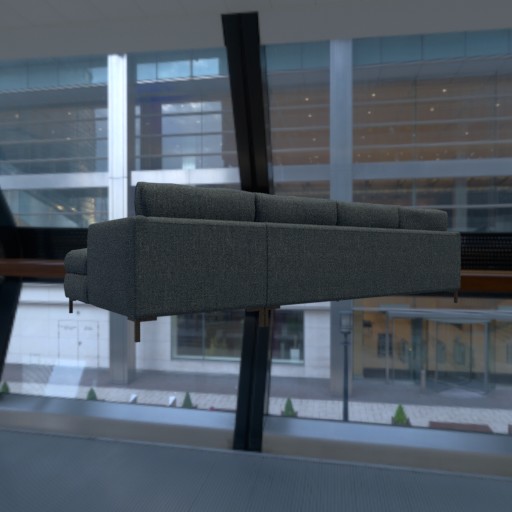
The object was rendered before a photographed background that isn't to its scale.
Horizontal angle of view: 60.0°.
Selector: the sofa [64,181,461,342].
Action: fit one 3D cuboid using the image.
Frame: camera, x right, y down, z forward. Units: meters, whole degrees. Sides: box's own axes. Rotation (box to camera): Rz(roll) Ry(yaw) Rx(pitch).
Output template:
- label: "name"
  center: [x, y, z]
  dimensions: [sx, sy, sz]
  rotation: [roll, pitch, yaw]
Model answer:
- label: "sofa"
  center: [0.000, 0.000, 3.498]
  dimensions: [2.737, 0.753, 1.879]
  rotation: [0, 1, -36]
